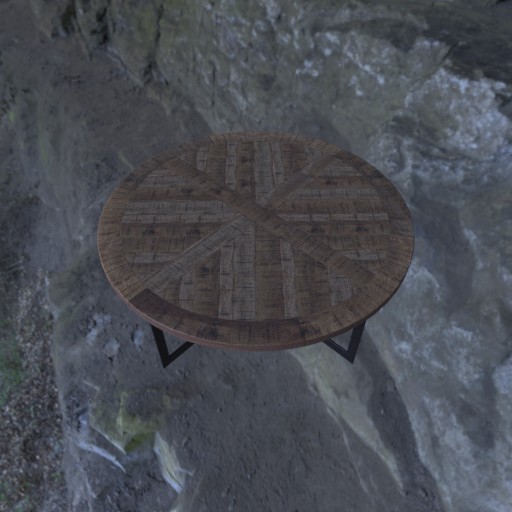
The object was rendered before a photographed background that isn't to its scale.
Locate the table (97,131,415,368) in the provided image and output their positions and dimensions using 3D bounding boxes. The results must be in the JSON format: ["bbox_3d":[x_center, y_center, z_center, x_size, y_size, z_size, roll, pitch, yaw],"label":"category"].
[{"bbox_3d":[0.000,0.000,2.002,1.264,0.516,1.264,0,46,0],"label":"table"}]
